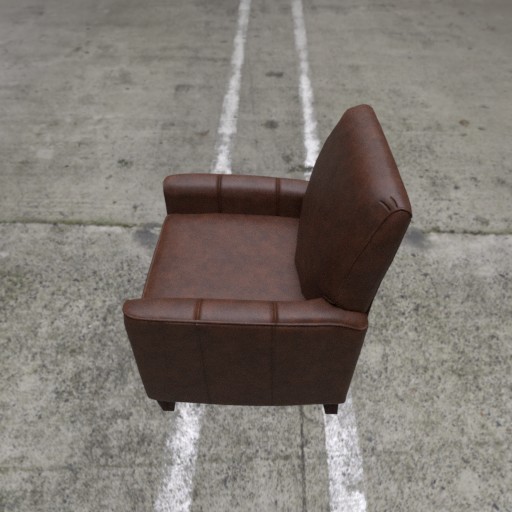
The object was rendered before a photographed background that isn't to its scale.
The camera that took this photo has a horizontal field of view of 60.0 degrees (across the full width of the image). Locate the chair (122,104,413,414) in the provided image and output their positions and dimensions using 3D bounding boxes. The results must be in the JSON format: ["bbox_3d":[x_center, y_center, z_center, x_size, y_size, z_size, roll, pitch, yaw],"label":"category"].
[{"bbox_3d":[0.000,0.000,1.697,0.850,1.010,0.839,1,42,1],"label":"chair"}]
